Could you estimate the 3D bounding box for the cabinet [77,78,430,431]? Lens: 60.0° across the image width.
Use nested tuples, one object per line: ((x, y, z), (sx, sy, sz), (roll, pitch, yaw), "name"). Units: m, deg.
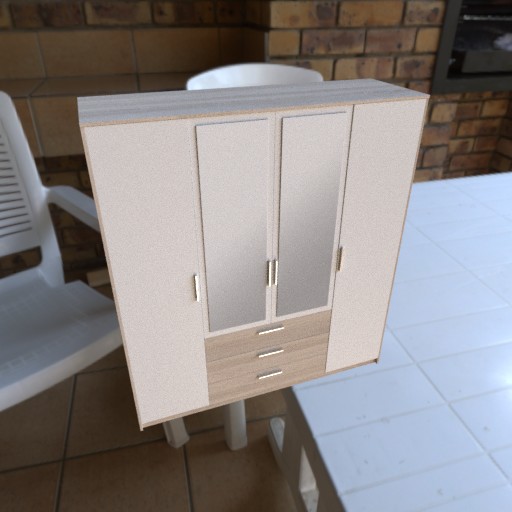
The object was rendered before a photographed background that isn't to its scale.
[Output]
((0.000, 0.000, 2.987), (1.870, 2.060, 0.620), (-10, 32, -17), "cabinet")
